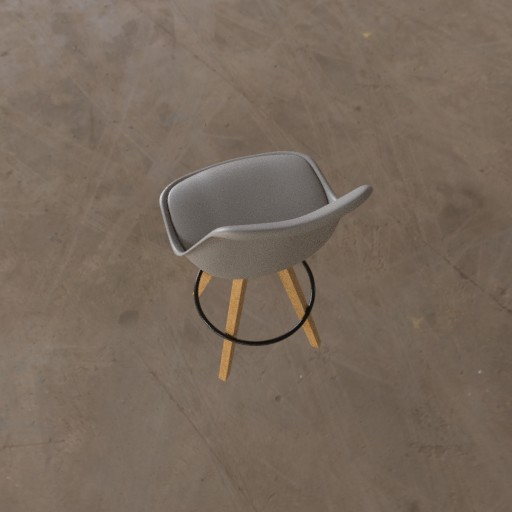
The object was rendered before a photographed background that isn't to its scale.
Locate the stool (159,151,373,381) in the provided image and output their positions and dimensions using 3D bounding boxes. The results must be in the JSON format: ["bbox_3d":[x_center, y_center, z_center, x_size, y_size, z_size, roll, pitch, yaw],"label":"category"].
[{"bbox_3d":[0.000,0.000,1.403,0.485,1.115,0.550,-17,61,-10],"label":"stool"}]
